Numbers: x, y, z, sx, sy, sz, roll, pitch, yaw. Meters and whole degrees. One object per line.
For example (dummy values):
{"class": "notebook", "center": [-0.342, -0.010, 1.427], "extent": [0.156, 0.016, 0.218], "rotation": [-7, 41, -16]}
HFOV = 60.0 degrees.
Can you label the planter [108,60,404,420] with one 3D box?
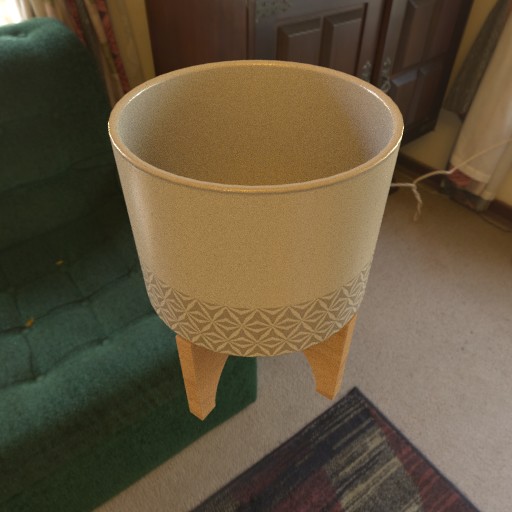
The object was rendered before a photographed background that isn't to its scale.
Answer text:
{"class": "planter", "center": [0.000, 0.000, 0.498], "extent": [0.249, 0.343, 0.249], "rotation": [0, 42, 0]}
